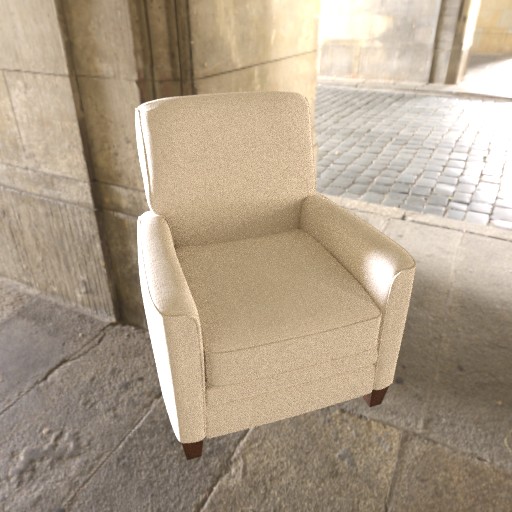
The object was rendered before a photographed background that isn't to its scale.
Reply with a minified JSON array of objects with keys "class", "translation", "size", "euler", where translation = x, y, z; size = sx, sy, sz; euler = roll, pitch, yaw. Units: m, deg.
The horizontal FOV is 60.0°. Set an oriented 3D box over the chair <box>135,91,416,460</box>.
[{"class":"chair","translation":[0.000,0.000,1.633],"size":[0.841,1.028,0.858],"euler":[-10,31,-16]}]
